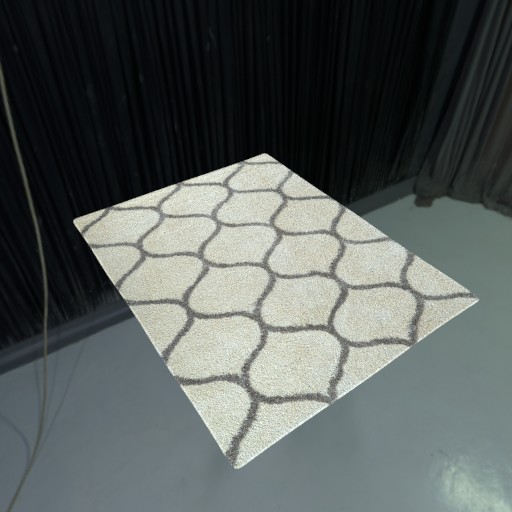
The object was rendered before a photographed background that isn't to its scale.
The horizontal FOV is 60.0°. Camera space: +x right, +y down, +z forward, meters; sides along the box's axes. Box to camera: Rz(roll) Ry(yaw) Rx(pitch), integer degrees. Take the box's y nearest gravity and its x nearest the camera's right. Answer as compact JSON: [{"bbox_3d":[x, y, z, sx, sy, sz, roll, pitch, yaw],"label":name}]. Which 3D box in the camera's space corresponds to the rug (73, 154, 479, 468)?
[{"bbox_3d":[0.000,0.000,4.040,2.399,0.026,3.000,-25,47,-26],"label":"rug"}]
